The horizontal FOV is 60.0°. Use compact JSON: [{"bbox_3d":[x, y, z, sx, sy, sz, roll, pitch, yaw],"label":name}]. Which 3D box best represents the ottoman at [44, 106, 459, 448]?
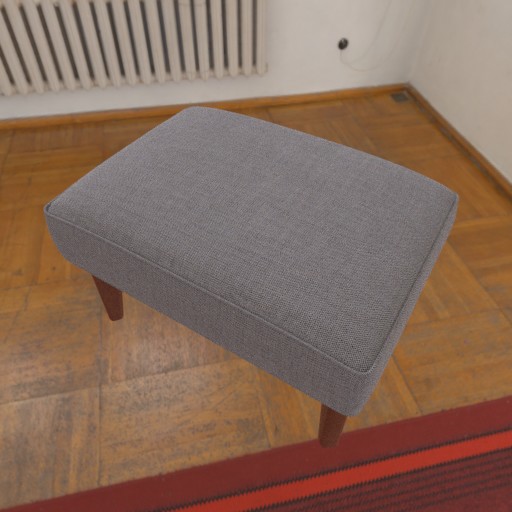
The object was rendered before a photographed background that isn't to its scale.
[{"bbox_3d":[0.000,0.000,1.067,0.750,0.458,0.555,24,51,22],"label":"ottoman"}]
